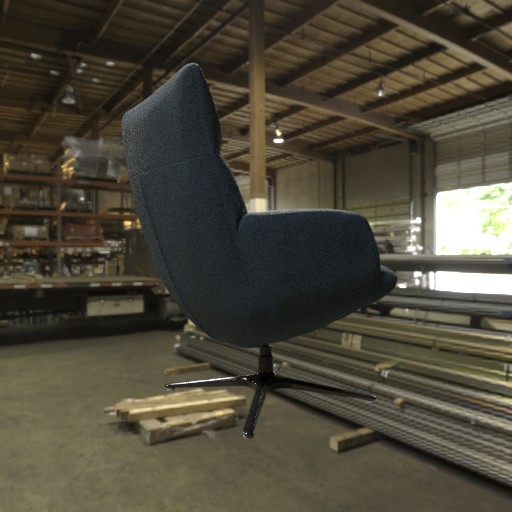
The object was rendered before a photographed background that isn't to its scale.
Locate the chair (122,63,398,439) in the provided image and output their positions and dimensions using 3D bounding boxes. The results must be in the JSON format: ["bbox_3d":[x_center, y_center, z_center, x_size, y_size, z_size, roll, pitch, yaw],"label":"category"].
[{"bbox_3d":[0.000,0.000,1.583,0.889,1.016,0.711,0,0,-35],"label":"chair"}]
